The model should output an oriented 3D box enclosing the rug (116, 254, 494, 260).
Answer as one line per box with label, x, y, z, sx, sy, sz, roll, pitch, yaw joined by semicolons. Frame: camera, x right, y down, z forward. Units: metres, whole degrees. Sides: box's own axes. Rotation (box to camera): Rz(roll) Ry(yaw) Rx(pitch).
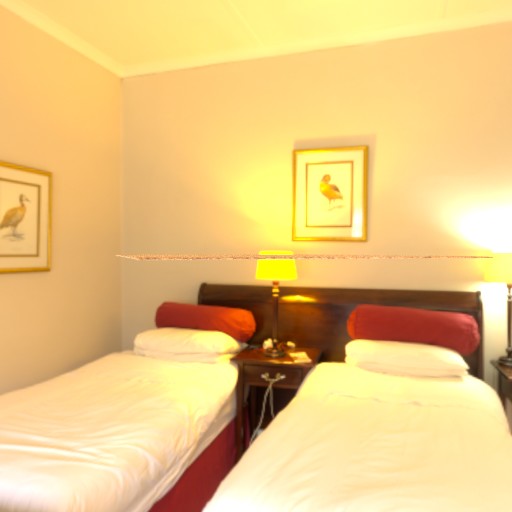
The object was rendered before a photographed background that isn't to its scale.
rug;0.000;0.000;4.230;2.438;0.012;3.200;0;1;-20
